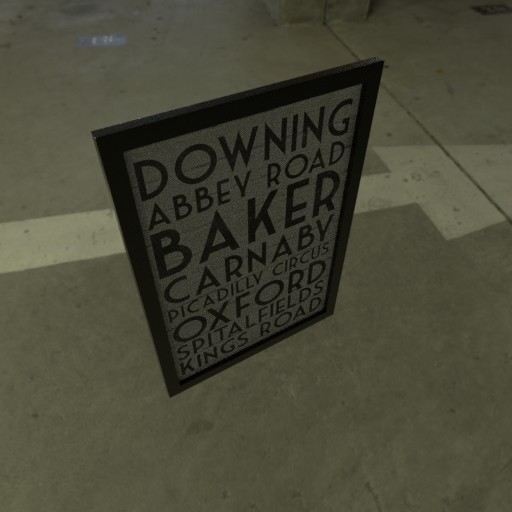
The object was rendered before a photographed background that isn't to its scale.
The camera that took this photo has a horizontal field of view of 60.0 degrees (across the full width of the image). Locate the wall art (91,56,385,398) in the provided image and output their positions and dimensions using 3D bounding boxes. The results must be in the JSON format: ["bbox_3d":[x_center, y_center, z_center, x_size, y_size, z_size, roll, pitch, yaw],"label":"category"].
[{"bbox_3d":[0.000,0.000,0.563,0.304,0.432,0.013,-23,49,-21],"label":"wall art"}]
